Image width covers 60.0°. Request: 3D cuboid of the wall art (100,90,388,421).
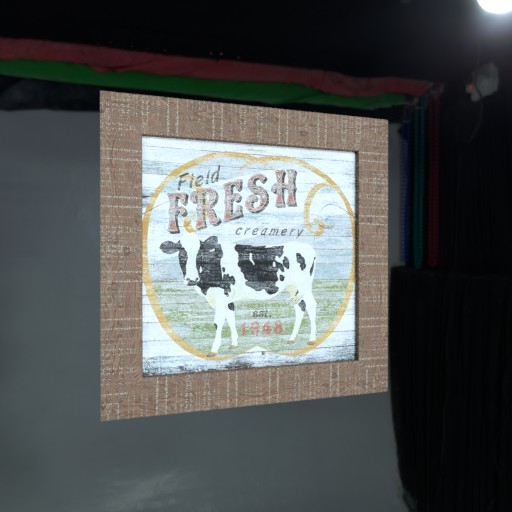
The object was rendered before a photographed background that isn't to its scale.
[{"bbox_3d":[0.000,0.000,0.802,0.531,0.531,0.029,0,0,-17],"label":"wall art"}]
